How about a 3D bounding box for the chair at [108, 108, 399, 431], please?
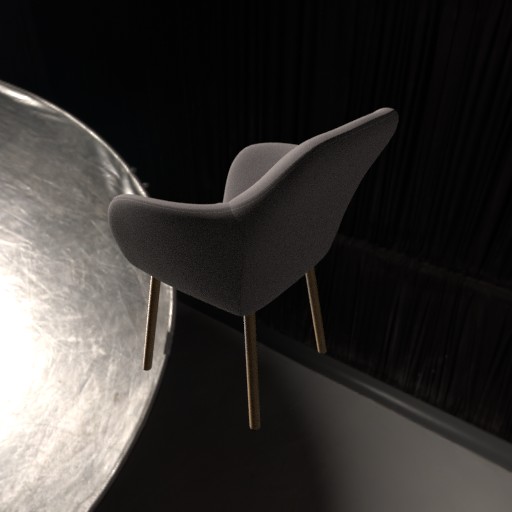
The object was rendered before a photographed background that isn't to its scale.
[{"bbox_3d":[0.000,0.000,1.238,0.590,0.830,0.570,20,36,31],"label":"chair"}]
